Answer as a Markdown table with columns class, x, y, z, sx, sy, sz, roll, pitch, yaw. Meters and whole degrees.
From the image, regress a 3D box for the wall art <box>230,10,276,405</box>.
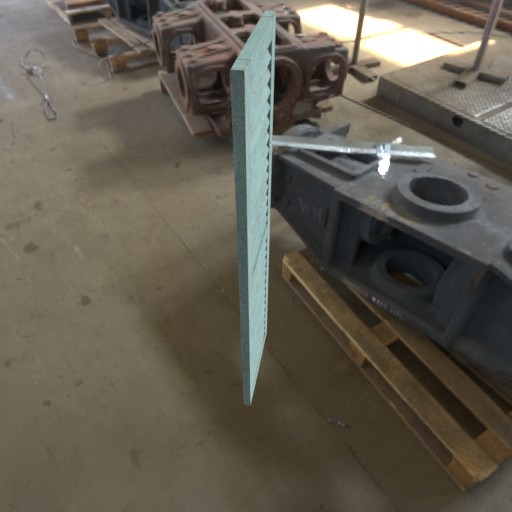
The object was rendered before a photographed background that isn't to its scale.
| class | x | y | z | sx | sy | sz | roll | pitch | yaw |
| --- | --- | --- | --- | --- | --- | --- | --- | --- | --- |
| wall art | 0.000 | 0.000 | 1.299 | 0.025 | 1.219 | 0.329 | 8 | 46 | 8 |
